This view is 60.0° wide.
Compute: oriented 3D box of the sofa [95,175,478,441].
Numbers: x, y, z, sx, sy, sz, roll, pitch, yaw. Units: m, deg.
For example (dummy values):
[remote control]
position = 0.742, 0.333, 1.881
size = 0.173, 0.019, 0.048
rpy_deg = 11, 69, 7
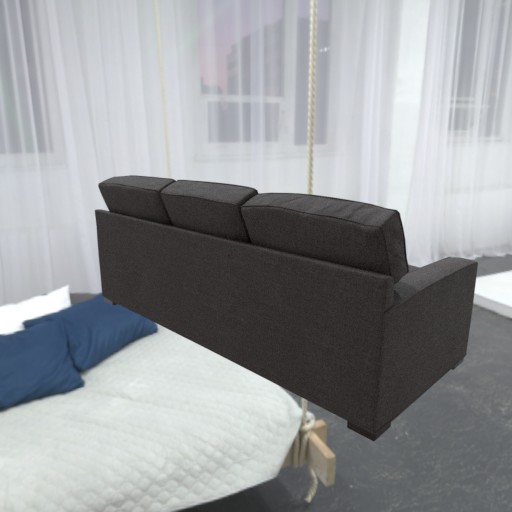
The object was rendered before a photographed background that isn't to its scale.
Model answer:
[sofa]
position = 0.000, 0.000, 2.839
size = 2.369, 0.978, 1.004
rpy_deg = 14, 20, 43
